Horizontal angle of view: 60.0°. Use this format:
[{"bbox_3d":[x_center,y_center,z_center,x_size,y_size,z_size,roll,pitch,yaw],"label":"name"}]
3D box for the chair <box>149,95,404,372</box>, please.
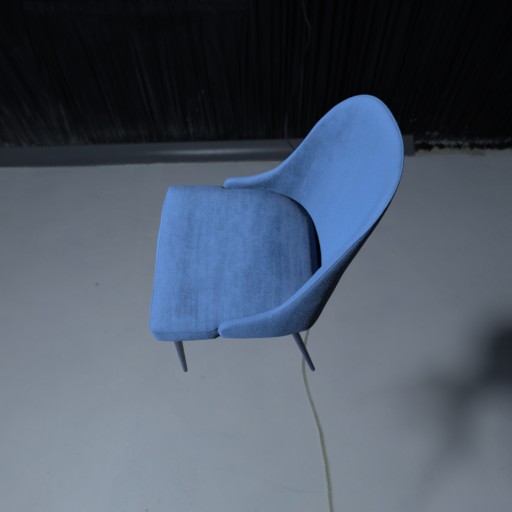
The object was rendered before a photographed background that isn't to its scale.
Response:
[{"bbox_3d":[0.000,0.000,1.231,0.559,0.896,0.478,0,60,0],"label":"chair"}]
